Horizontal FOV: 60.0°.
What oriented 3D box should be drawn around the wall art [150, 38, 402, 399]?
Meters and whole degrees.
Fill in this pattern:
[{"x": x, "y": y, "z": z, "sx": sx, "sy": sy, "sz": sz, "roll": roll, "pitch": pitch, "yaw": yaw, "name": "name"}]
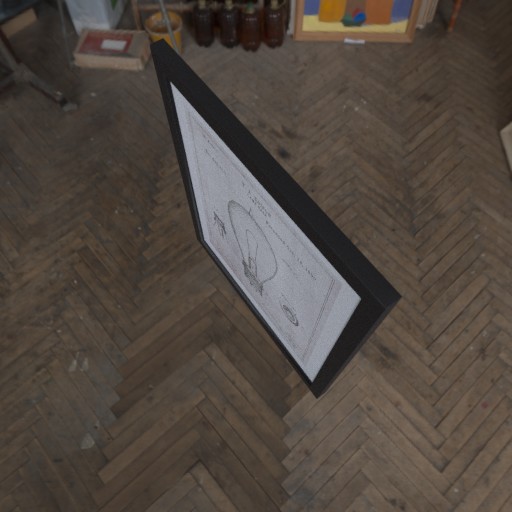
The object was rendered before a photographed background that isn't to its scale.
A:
[{"x": 0.000, "y": 0.000, "z": 0.707, "sx": 0.021, "sy": 0.509, "sz": 0.430, "roll": -33, "pitch": 68, "yaw": -15, "name": "wall art"}]
